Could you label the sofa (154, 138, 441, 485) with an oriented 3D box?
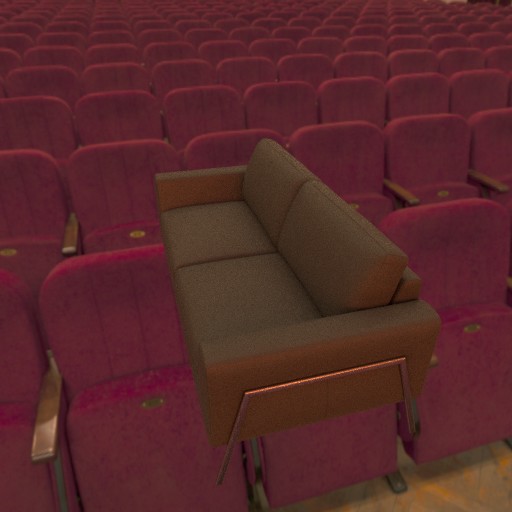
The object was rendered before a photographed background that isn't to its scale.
[{"bbox_3d":[0.000,0.000,2.521,0.953,0.875,2.017,-8,31,-14],"label":"sofa"}]
